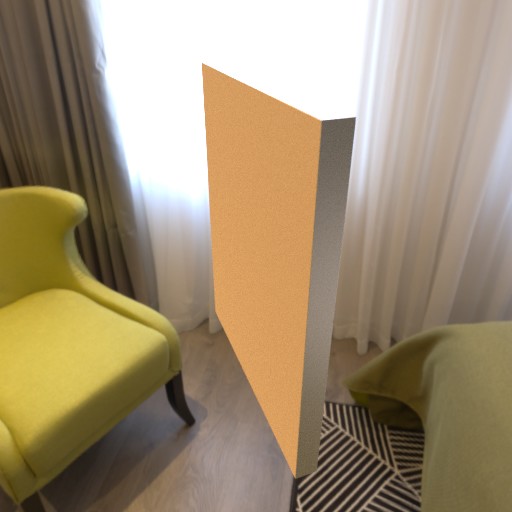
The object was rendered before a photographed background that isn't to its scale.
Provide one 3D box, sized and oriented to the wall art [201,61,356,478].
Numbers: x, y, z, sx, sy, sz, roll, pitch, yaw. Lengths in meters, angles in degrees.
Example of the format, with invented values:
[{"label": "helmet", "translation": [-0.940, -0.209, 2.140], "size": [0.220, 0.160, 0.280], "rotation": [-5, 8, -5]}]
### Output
[{"label": "wall art", "translation": [0.000, 0.000, 0.740], "size": [0.038, 0.549, 0.452], "rotation": [-11, 32, -18]}]
